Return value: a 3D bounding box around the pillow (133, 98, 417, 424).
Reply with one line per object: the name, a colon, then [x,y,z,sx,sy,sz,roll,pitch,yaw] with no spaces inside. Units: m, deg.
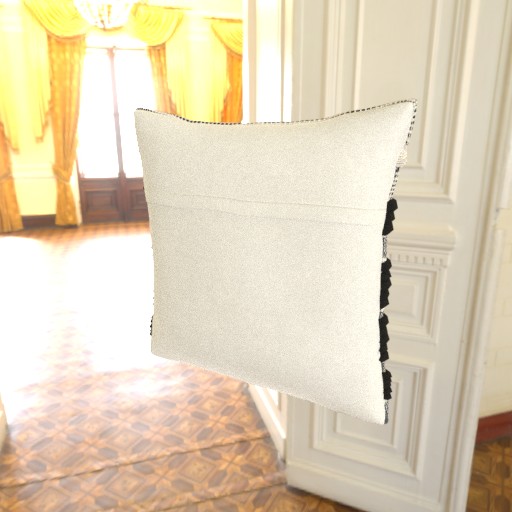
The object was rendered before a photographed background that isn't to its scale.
pillow: [0.000,0.000,0.672,0.436,0.438,0.156,8,18,27]
